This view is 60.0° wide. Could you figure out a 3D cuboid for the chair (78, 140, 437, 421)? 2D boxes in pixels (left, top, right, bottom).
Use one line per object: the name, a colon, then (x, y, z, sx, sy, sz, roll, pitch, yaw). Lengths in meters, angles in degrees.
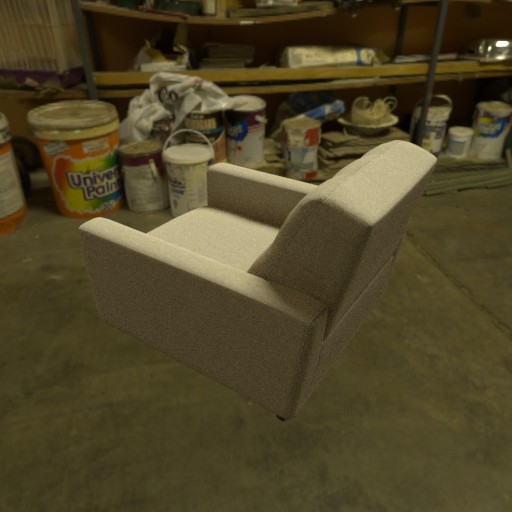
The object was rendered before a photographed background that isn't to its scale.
chair: (0.000, 0.000, 1.832, 1.128, 0.965, 0.897, 19, 36, 29)
